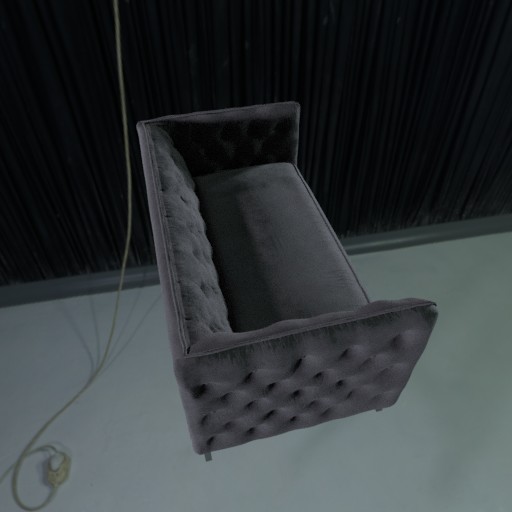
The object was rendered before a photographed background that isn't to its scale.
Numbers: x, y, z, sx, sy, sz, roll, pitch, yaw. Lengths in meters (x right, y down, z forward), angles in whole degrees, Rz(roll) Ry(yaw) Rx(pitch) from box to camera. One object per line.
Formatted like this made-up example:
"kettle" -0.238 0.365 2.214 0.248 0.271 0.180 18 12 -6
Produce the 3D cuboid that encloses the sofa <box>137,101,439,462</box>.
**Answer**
"sofa" 0.000 0.000 2.159 0.909 0.810 1.583 -11 47 -10
